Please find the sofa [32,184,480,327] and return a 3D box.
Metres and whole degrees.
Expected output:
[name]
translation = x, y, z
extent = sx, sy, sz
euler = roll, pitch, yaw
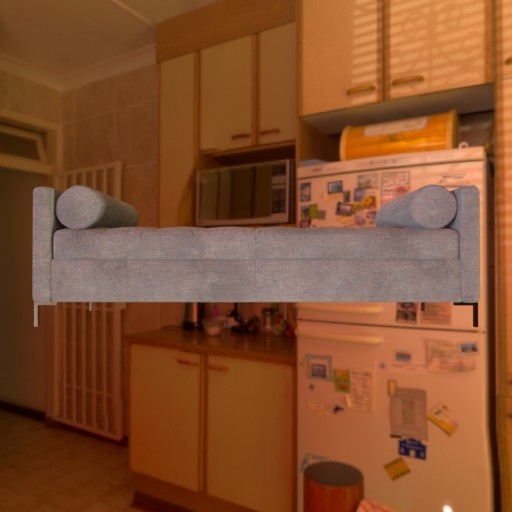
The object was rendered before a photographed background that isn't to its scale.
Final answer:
[sofa]
translation = 0.000, 0.000, 2.291
extent = 1.981, 0.635, 0.686
euler = 0, -1, 1
